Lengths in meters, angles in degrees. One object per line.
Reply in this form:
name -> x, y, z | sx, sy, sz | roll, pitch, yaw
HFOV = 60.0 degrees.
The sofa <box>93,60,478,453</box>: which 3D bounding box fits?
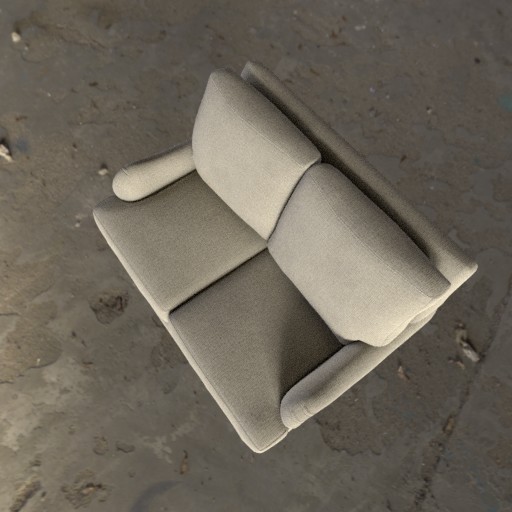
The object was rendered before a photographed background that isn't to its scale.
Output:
sofa -> 0.000, 0.000, 2.158 | 1.087, 0.999, 1.480 | -34, 69, -15
